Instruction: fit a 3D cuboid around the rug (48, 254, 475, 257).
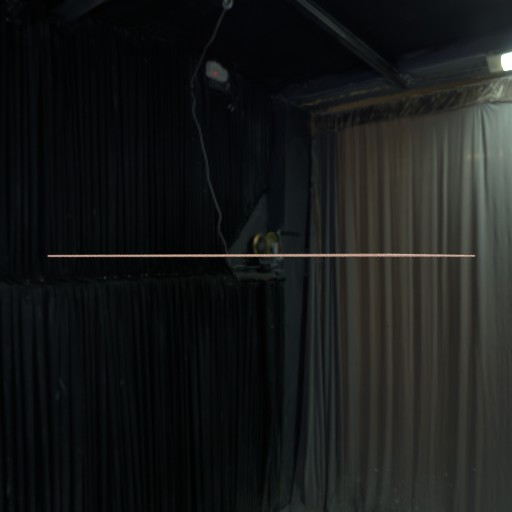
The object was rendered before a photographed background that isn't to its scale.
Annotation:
[{"bbox_3d":[0.000,0.000,2.277,1.829,0.008,1.219,0,0,37],"label":"rug"}]
